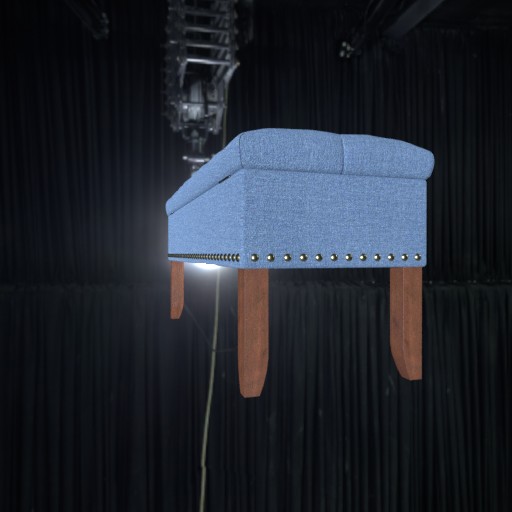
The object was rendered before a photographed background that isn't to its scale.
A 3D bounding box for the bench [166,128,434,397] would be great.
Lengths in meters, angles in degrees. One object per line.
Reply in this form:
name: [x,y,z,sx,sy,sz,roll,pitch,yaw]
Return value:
bench: [0.000,0.000,1.317,0.417,0.492,1.052,0,0,-18]
